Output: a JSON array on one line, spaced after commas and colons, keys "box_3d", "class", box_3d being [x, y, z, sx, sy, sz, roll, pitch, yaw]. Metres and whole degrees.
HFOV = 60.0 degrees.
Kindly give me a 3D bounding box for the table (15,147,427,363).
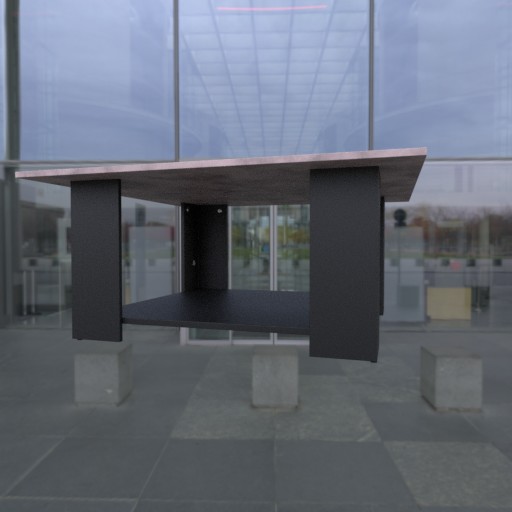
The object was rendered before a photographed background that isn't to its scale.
[{"box_3d": [0.000, 0.000, 0.995, 0.670, 0.305, 0.670, 0, 2, 17], "class": "table"}]
